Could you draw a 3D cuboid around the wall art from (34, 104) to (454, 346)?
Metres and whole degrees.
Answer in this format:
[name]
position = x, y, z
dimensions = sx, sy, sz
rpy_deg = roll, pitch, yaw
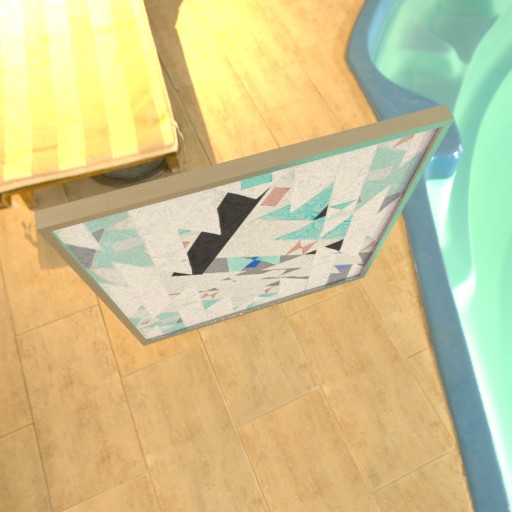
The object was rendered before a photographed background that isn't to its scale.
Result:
[wall art]
position = 0.000, 0.000, 1.187
dimensions = 0.806, 0.806, 0.038
rpy_deg = -16, 66, -8
